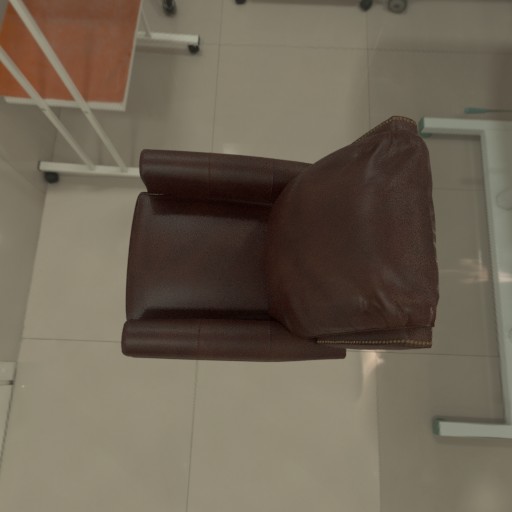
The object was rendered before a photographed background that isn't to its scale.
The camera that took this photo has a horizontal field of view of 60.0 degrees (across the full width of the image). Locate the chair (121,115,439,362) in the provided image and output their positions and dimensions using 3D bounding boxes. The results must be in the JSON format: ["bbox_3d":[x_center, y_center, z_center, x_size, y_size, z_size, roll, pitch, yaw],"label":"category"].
[{"bbox_3d":[0.000,0.000,1.773,1.089,1.022,0.826,2,75,1],"label":"chair"}]
